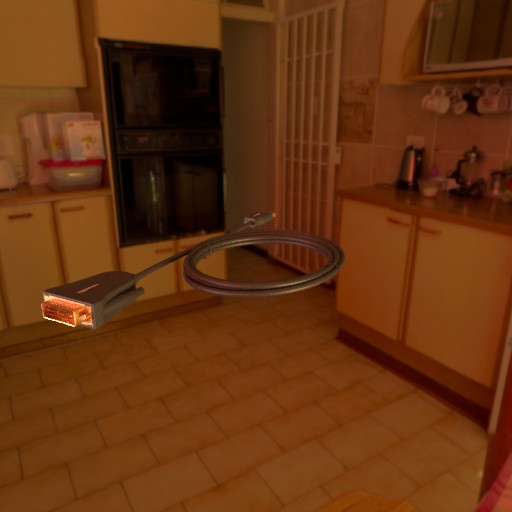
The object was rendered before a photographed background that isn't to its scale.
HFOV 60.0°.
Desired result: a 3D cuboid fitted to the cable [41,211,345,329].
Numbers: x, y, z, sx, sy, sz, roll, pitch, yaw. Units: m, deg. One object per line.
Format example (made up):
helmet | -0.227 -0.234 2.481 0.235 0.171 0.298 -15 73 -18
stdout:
cable | 0.000 0.000 0.337 0.136 0.015 0.281 9 20 26
